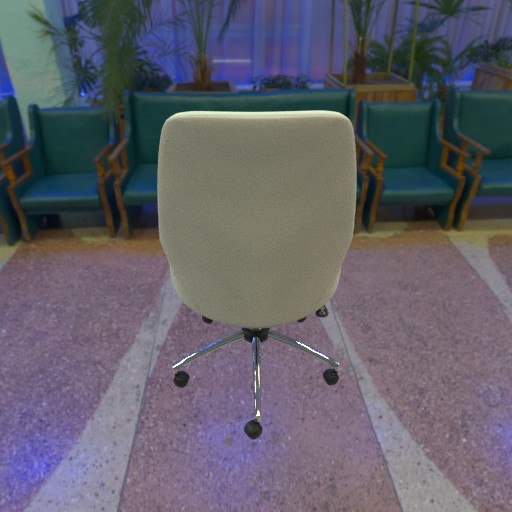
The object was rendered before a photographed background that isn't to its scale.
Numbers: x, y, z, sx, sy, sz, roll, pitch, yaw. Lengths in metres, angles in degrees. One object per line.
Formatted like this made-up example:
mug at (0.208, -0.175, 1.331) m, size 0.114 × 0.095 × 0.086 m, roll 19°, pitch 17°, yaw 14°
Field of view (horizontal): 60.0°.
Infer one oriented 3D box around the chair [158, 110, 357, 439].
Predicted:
chair at (0.000, 0.000, 1.456) m, size 0.620 × 1.049 × 0.640 m, roll -1°, pitch 32°, yaw -1°
